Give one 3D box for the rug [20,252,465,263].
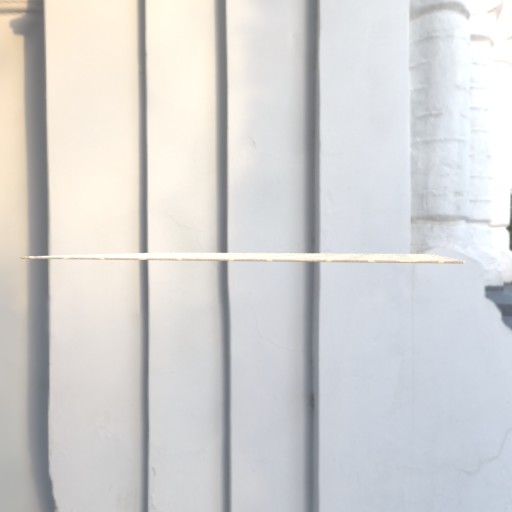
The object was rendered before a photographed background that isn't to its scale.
[{"bbox_3d":[0.000,0.000,2.645,2.080,0.010,1.451,0,1,17],"label":"rug"}]
